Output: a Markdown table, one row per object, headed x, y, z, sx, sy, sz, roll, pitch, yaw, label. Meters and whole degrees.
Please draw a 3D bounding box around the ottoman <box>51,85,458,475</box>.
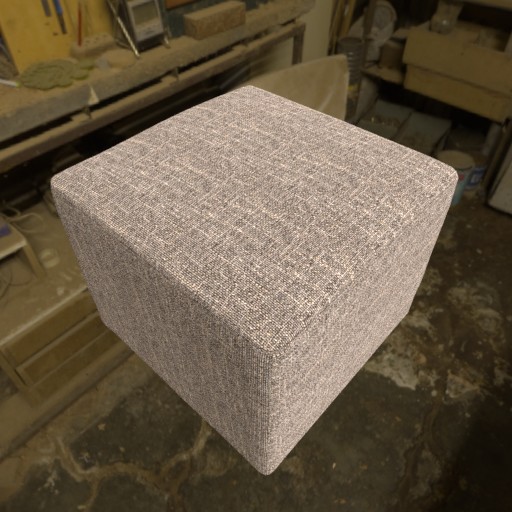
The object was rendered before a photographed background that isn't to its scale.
| x | y | z | sx | sy | sz | roll | pitch | yaw | label |
| --- | --- | --- | --- | --- | --- | --- | --- | --- | --- |
| 0.000 | 0.000 | 0.889 | 0.521 | 0.453 | 0.512 | 33 | 54 | 29 | ottoman |
